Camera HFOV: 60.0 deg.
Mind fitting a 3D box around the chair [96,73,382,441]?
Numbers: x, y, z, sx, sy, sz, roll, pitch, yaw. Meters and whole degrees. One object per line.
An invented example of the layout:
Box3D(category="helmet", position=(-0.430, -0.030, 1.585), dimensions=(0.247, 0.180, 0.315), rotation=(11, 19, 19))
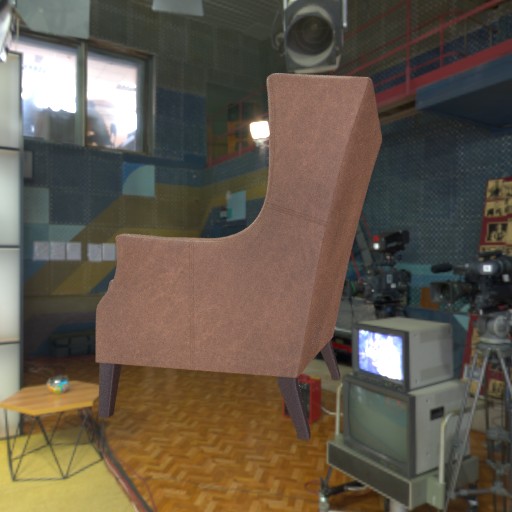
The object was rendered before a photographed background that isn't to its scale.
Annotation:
Box3D(category="chair", position=(0.000, 0.000, 1.711), dimensions=(0.913, 1.088, 0.815), rotation=(0, 0, 18))
